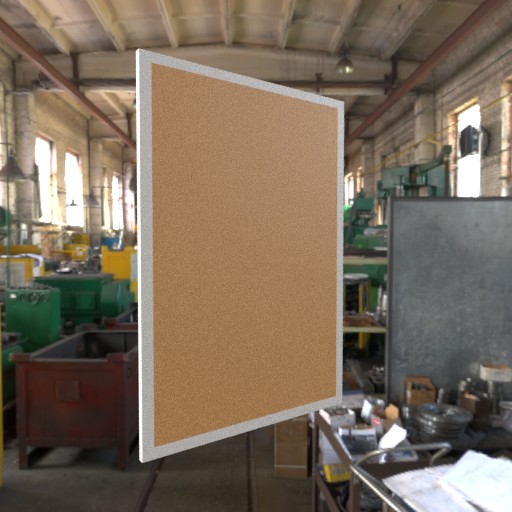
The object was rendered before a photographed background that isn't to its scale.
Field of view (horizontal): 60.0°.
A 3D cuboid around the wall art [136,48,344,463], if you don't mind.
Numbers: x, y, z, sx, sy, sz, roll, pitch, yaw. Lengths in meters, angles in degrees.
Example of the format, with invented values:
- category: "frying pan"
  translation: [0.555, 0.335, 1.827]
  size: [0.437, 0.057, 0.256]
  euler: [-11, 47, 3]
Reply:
- category: "wall art"
  translation: [0.000, 0.000, 0.838]
  size: [0.456, 0.656, 0.013]
  euler: [-1, 2, -35]
